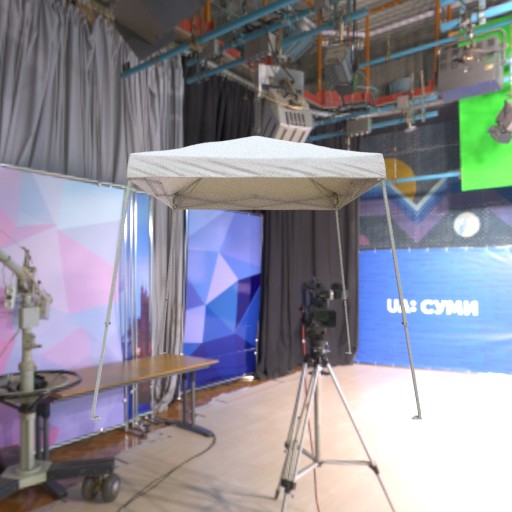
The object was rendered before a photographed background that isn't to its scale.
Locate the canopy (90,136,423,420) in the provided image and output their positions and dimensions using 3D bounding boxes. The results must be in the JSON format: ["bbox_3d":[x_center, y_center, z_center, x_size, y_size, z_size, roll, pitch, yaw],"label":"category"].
[{"bbox_3d":[0.000,0.000,5.239,2.850,2.850,2.849,0,-1,0],"label":"canopy"}]
